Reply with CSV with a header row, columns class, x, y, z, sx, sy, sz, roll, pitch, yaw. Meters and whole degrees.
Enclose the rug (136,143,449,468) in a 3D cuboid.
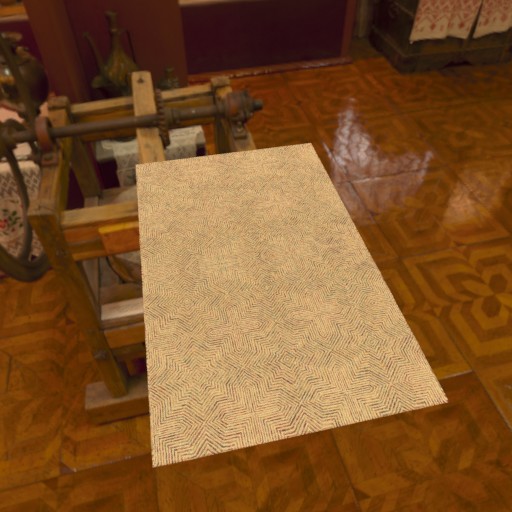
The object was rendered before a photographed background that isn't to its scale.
class,x,y,z,sx,sy,sz,roll,pitch,yaw
rug,0.000,0.000,2.983,1.519,0.007,2.428,-9,48,-8
